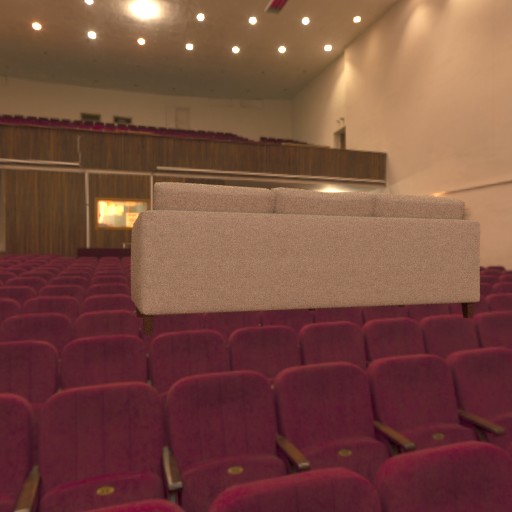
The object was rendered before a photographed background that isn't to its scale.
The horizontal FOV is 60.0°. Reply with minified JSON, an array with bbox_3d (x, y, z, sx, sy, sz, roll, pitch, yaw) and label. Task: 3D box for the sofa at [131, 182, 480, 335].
[{"bbox_3d":[0.000,0.000,4.486,2.522,0.934,3.333,0,0,-18],"label":"sofa"}]
